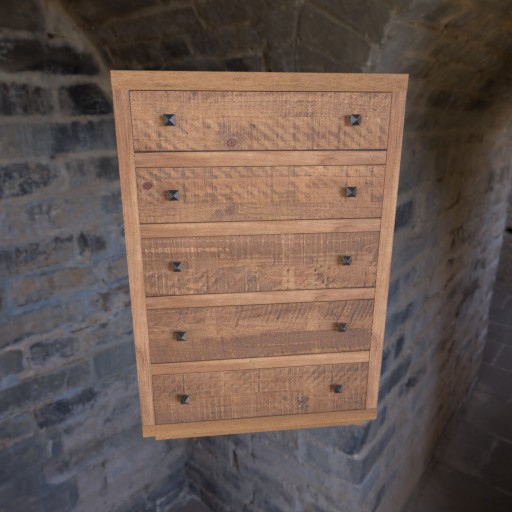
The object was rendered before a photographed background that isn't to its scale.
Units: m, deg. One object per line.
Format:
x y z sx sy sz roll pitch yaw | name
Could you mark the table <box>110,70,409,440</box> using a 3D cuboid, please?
0.000 0.000 1.739 0.901 1.294 0.524 -2 17 -6 | table
